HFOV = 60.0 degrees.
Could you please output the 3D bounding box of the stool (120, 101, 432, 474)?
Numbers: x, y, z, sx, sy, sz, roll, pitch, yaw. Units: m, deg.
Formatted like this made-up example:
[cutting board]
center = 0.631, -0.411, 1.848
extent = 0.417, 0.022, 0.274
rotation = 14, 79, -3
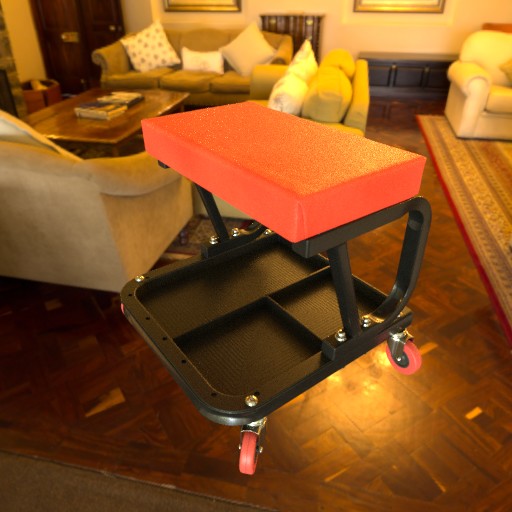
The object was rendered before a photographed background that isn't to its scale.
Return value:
[stool]
center = 0.000, 0.000, 0.701
extent = 0.371, 0.380, 0.446
rotation = -22, 38, -31
